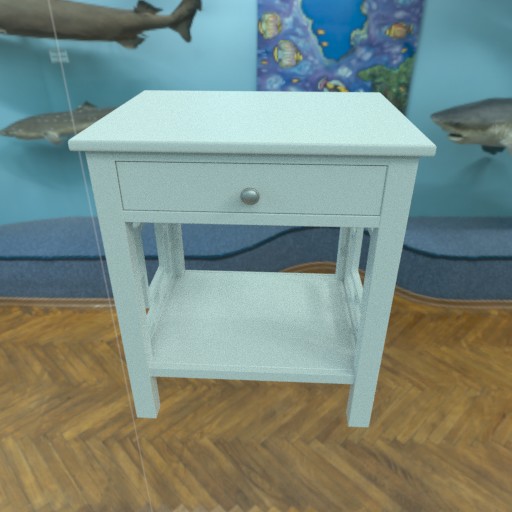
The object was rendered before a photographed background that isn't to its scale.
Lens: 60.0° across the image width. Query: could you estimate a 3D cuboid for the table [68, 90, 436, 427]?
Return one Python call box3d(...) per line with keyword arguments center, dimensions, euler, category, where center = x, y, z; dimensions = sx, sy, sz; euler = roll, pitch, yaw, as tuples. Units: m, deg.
box3d(center=(0.000, 0.000, 1.021), dimensions=(0.564, 0.646, 0.451), euler=(1, 30, 3), category="table")
